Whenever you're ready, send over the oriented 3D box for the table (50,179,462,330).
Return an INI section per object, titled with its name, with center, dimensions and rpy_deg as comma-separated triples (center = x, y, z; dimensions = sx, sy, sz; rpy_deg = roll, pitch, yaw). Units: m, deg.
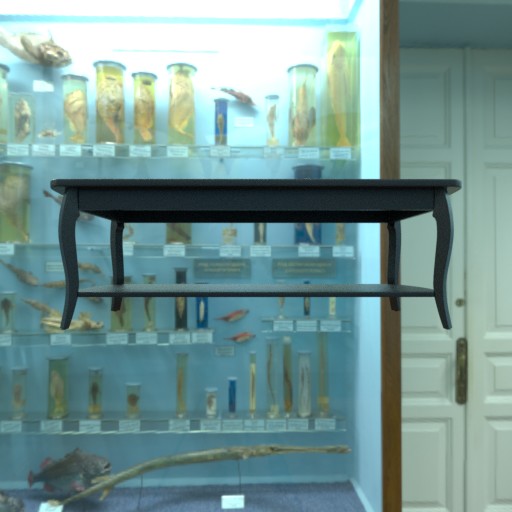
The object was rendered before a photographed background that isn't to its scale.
[table]
center = 0.000, 0.000, 1.612
dimensions = 1.333, 0.457, 0.571
rpy_deg = 0, -1, 0
